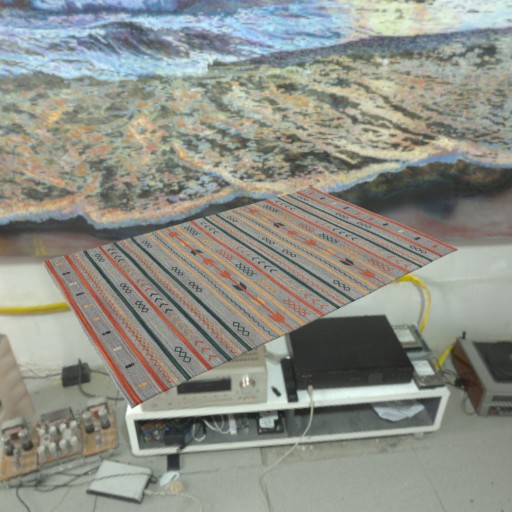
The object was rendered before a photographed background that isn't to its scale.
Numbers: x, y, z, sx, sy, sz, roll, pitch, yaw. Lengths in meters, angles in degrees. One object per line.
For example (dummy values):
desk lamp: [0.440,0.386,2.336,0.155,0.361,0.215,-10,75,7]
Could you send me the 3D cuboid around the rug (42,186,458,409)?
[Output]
rug: [0.000,0.000,3.053,2.439,0.029,1.537,-20,35,-31]
